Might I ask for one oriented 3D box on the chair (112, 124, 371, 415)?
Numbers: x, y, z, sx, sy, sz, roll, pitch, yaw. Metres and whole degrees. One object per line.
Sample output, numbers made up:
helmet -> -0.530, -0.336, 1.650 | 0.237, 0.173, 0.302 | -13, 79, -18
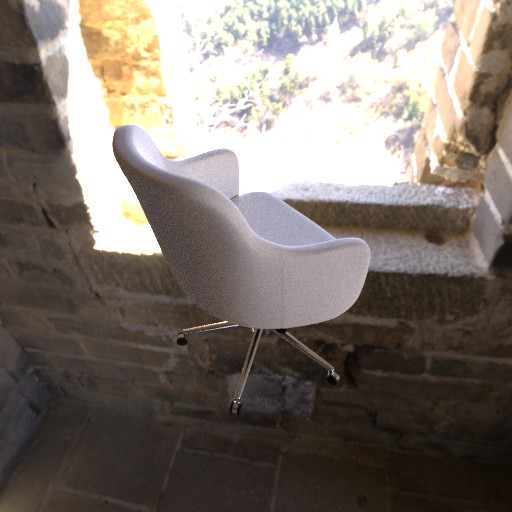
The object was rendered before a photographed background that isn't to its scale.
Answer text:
chair -> 0.000, 0.000, 1.276 | 0.647, 0.819, 0.602 | -26, 47, -26
